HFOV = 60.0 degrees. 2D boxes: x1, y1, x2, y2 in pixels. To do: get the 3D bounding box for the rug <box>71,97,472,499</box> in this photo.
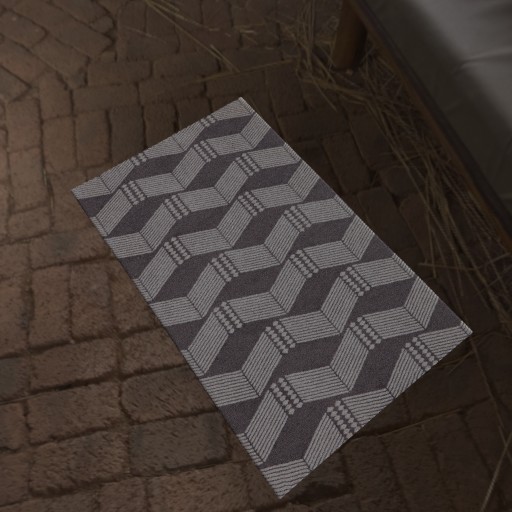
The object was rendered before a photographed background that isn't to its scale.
[{"bbox_3d":[0.000,0.000,2.960,1.517,0.011,2.435,-34,69,-15],"label":"rug"}]
